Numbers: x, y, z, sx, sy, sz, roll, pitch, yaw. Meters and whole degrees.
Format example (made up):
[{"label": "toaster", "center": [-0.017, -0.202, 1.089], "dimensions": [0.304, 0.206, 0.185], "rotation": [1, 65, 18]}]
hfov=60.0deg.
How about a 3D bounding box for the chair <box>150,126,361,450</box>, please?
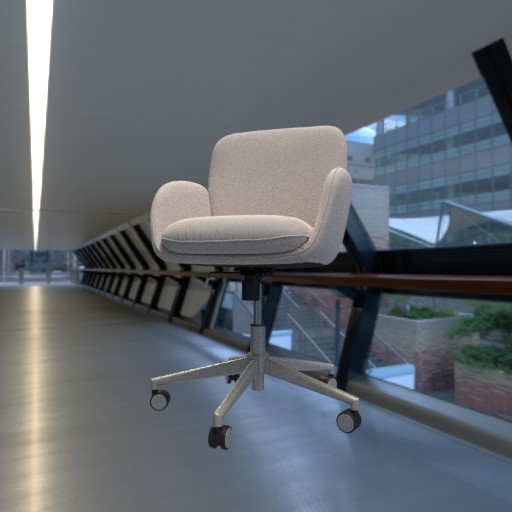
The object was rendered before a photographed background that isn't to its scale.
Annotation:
[{"label": "chair", "center": [0.000, 0.000, 1.377], "dimensions": [0.648, 0.959, 0.633], "rotation": [0, -1, 18]}]
